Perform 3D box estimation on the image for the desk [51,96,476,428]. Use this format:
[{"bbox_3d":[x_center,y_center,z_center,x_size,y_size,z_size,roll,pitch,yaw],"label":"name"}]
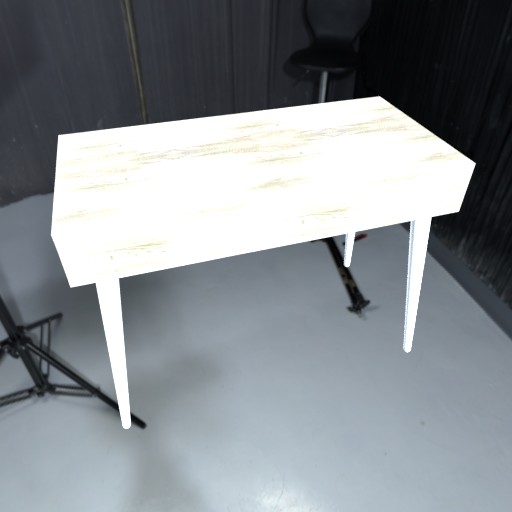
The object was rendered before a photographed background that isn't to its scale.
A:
[{"bbox_3d":[0.000,0.000,1.376,0.979,0.723,0.491,-11,41,-13],"label":"desk"}]
